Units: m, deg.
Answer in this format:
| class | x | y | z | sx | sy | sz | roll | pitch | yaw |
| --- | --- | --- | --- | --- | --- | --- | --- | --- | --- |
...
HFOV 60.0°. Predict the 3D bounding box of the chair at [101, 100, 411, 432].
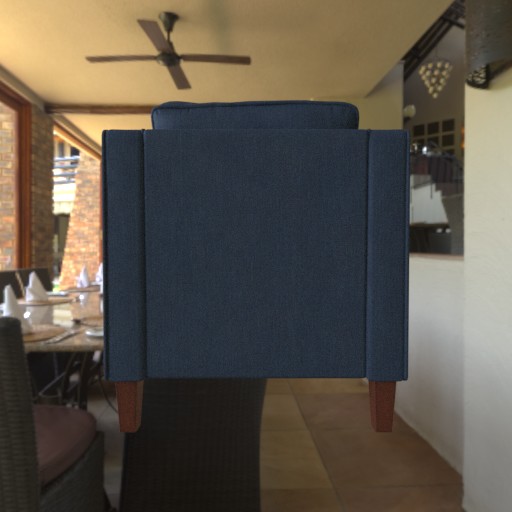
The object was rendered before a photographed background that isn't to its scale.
| class | x | y | z | sx | sy | sz | roll | pitch | yaw |
| --- | --- | --- | --- | --- | --- | --- | --- | --- | --- |
| chair | 0.000 | 0.000 | 1.633 | 0.831 | 0.960 | 0.909 | 0 | 1 | 0 |
